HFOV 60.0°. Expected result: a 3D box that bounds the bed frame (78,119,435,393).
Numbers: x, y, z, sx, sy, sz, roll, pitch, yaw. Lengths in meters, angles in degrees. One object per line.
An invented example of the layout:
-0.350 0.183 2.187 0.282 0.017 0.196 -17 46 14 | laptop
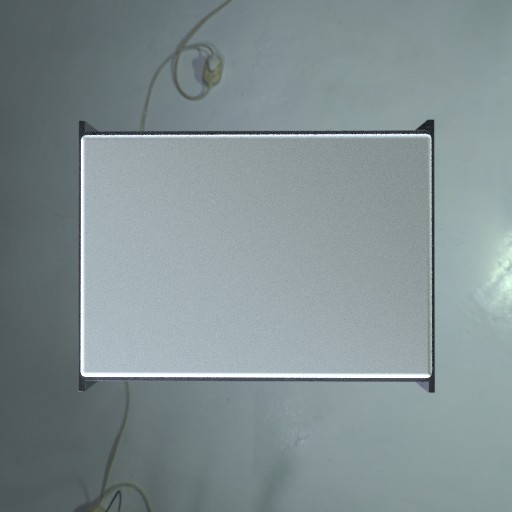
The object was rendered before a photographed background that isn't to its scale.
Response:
0.000 0.000 2.571 1.950 0.432 1.490 0 90 1 | bed frame
